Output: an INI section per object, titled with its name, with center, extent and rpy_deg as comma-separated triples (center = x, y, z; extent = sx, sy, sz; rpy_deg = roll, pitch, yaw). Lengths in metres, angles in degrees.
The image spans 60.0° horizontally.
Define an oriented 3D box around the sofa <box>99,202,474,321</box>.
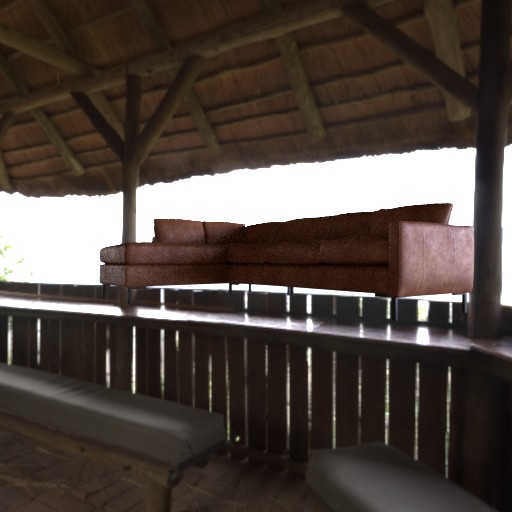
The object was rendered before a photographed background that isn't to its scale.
[sofa]
center = 0.000, 0.000, 3.976
extent = 1.938, 0.877, 2.984
rpy_deg = 0, -1, -35
